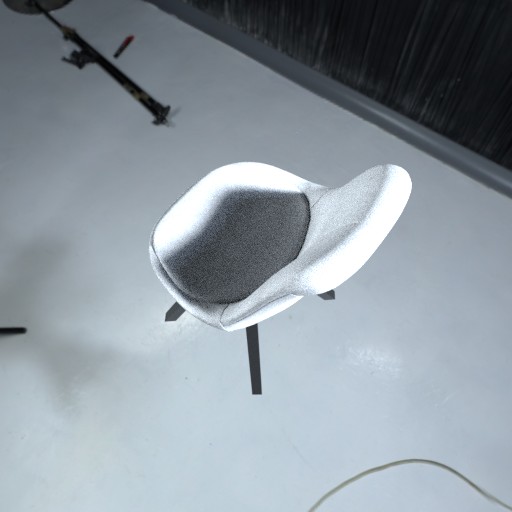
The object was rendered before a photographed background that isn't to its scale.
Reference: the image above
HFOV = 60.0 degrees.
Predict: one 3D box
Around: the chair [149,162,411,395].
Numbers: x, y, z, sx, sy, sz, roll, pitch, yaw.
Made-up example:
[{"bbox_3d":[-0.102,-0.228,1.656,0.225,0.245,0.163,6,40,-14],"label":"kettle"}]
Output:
[{"bbox_3d":[0.000,0.000,1.193,0.550,0.850,0.485,35,69,16],"label":"chair"}]
